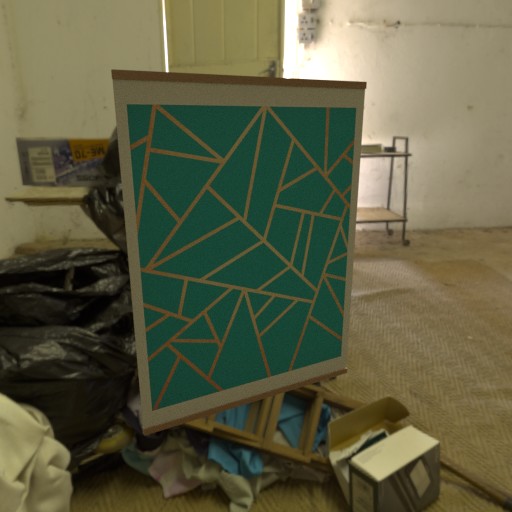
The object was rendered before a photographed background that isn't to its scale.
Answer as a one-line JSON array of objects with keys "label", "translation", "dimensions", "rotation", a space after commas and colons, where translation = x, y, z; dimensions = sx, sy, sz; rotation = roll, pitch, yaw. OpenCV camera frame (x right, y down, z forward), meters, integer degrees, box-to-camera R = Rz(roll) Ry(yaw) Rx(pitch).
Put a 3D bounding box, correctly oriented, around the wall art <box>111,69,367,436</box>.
[{"label": "wall art", "translation": [0.000, 0.000, 1.350], "dimensions": [0.758, 1.016, 0.013], "rotation": [-9, 19, -26]}]
